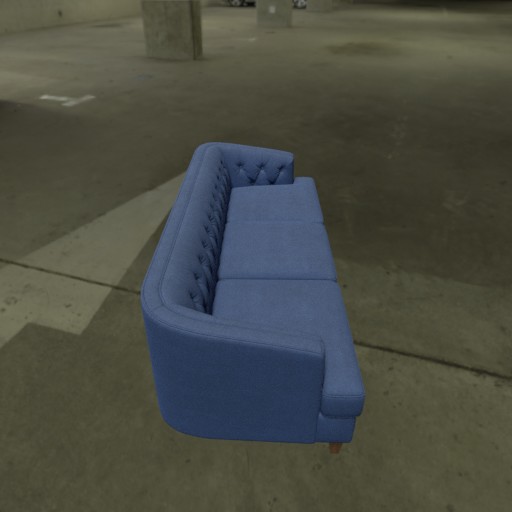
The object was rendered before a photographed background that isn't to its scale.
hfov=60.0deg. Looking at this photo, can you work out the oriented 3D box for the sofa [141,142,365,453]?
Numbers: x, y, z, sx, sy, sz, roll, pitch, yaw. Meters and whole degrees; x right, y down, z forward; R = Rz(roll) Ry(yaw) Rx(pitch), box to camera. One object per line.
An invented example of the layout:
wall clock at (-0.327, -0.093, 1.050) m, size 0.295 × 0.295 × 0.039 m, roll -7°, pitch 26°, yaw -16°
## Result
sofa at (0.000, 0.000, 2.716) m, size 0.914 × 0.787 × 2.235 m, roll 0°, pitch 32°, yaw 1°
